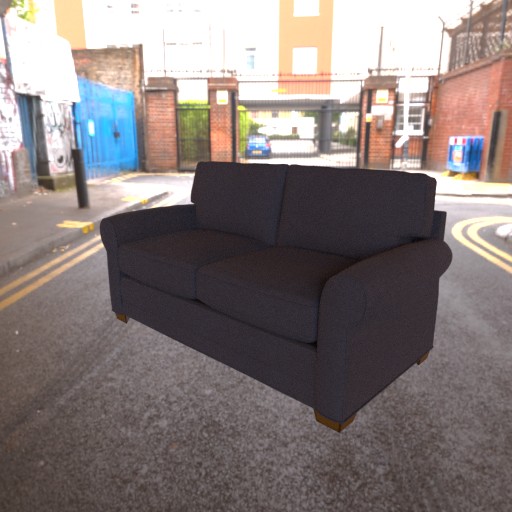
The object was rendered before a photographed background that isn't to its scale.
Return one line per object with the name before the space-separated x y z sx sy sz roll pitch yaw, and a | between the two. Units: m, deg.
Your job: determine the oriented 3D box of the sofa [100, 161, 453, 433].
sofa | 0.000 0.000 2.586 2.009 1.031 0.951 14 20 41
